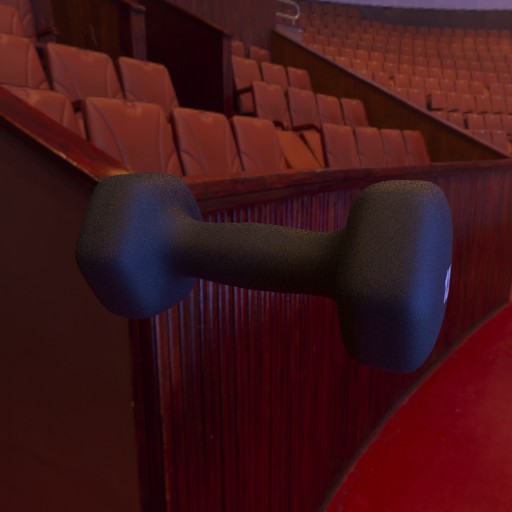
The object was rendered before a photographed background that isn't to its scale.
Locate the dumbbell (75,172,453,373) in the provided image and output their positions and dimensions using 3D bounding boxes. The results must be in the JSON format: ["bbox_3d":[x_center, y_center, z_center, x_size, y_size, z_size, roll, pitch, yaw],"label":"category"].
[{"bbox_3d":[0.000,0.000,0.287,0.231,0.101,0.112,7,15,25],"label":"dumbbell"}]
